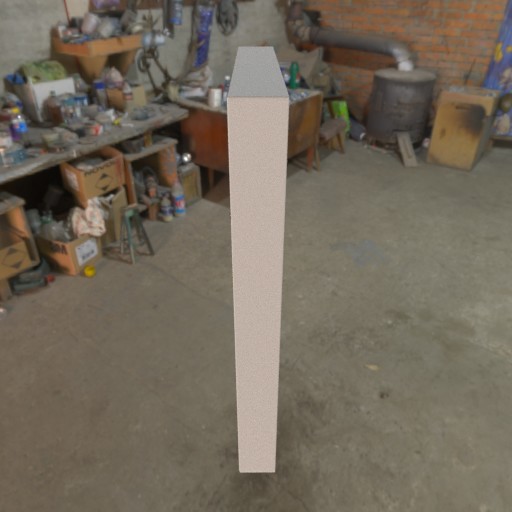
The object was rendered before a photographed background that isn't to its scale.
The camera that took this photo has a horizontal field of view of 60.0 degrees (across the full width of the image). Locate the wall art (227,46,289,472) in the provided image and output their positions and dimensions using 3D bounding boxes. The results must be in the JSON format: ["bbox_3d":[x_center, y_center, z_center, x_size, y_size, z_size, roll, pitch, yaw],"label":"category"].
[{"bbox_3d":[0.000,0.000,0.476,0.039,0.381,0.252,0,32,0],"label":"wall art"}]
